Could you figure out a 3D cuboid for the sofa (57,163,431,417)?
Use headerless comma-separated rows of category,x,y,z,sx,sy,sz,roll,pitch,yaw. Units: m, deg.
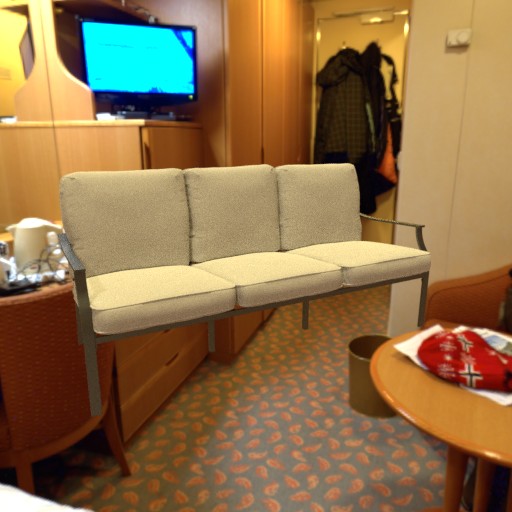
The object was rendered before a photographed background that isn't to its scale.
sofa,0.000,0.000,2.213,1.740,0.860,0.787,-8,17,-27
